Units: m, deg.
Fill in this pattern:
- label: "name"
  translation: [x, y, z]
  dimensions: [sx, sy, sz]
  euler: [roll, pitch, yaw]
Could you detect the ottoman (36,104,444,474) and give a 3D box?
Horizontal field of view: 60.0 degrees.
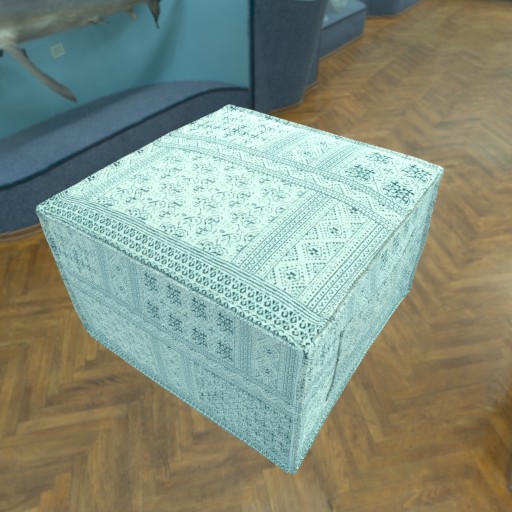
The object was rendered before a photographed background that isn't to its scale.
- label: "ottoman"
  translation: [0.000, 0.000, 1.027]
  dimensions: [0.626, 0.439, 0.617]
  euler: [25, 47, 26]
